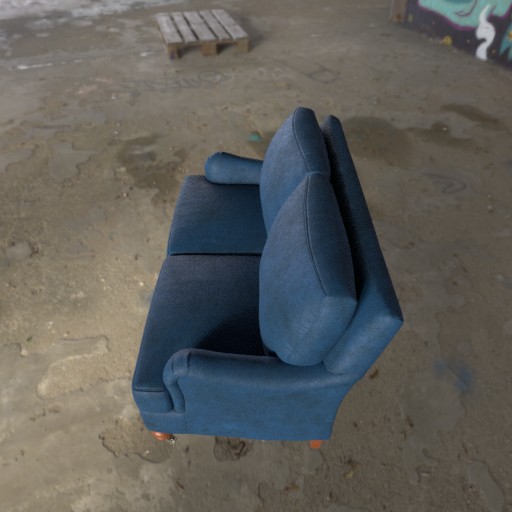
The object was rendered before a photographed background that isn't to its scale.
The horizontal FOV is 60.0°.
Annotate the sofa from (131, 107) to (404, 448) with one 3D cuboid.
[{"bbox_3d":[0.000,0.000,2.540,1.084,1.101,1.853,0,41,0],"label":"sofa"}]
